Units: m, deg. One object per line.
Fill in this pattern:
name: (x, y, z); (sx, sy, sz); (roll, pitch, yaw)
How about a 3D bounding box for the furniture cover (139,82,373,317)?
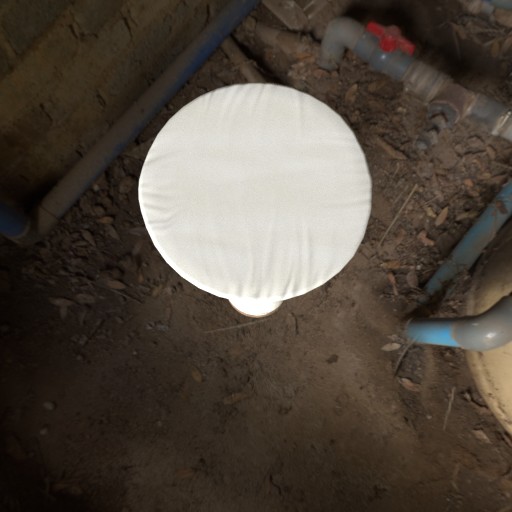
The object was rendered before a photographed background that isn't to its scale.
furniture cover: (0.000, 0.000, 2.891); (0.914, 2.413, 0.914); (-2, 77, 0)
